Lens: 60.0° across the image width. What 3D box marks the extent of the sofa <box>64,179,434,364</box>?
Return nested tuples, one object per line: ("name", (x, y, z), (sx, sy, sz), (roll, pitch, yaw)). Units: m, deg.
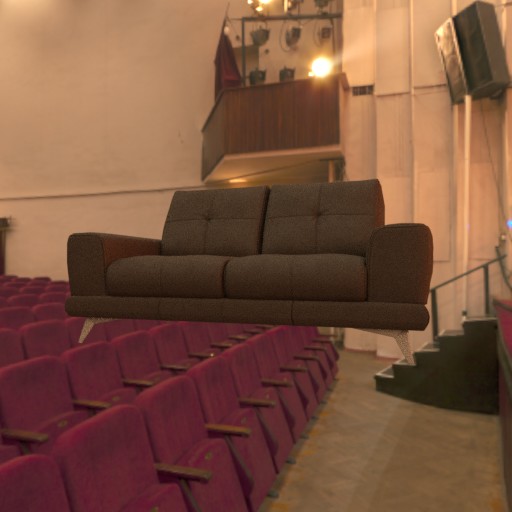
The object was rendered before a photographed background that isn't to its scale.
("sofa", (0.000, 0.000, 2.486), (1.806, 0.907, 1.018), (0, -2, 18))
